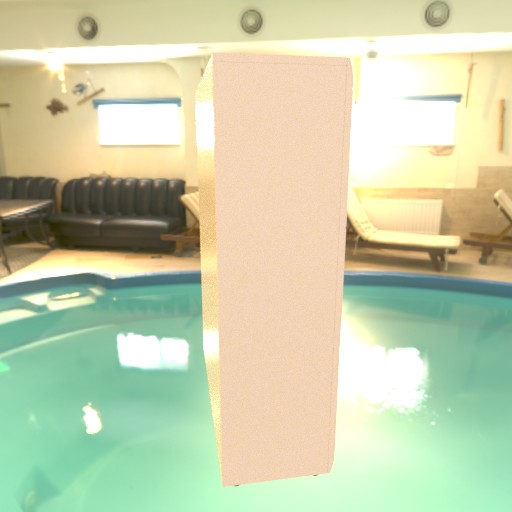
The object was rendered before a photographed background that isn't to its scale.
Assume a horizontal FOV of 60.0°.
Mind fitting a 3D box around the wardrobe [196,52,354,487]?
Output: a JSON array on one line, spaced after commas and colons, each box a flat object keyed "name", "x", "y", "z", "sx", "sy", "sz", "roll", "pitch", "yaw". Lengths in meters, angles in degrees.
[{"name": "wardrobe", "x": 0.000, "y": 0.000, "z": 1.616, "sx": 0.360, "sy": 1.200, "sz": 0.900, "roll": -3, "pitch": 15, "yaw": -10}]
